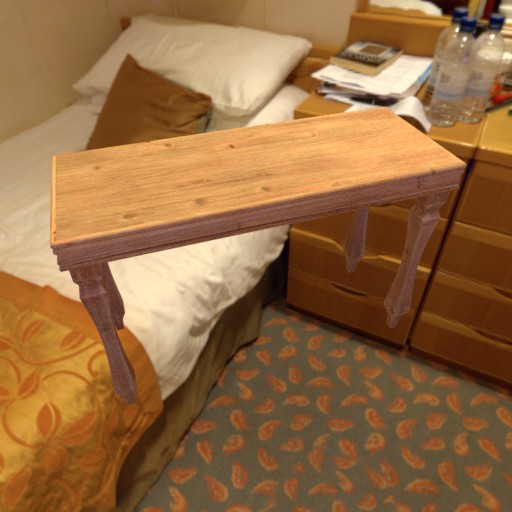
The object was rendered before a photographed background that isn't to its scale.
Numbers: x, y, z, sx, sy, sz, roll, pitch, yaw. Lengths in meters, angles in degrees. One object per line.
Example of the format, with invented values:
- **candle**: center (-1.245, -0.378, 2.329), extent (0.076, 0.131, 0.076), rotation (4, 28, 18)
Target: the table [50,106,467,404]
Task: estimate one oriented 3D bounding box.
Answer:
- **table**: center (0.000, 0.000, 1.804), extent (1.330, 0.873, 0.522), rotation (-13, 42, -14)
